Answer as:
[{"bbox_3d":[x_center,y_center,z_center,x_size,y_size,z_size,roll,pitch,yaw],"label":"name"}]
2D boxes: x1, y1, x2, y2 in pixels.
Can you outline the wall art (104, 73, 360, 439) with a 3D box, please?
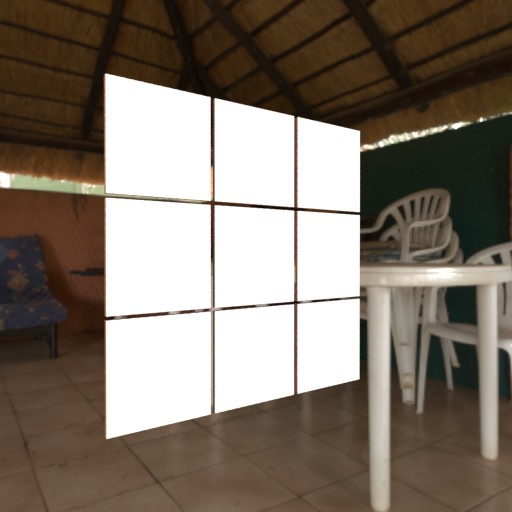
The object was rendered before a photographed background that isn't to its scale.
[{"bbox_3d":[0.000,0.000,1.874,1.256,1.246,0.017,0,1,-35],"label":"wall art"}]
